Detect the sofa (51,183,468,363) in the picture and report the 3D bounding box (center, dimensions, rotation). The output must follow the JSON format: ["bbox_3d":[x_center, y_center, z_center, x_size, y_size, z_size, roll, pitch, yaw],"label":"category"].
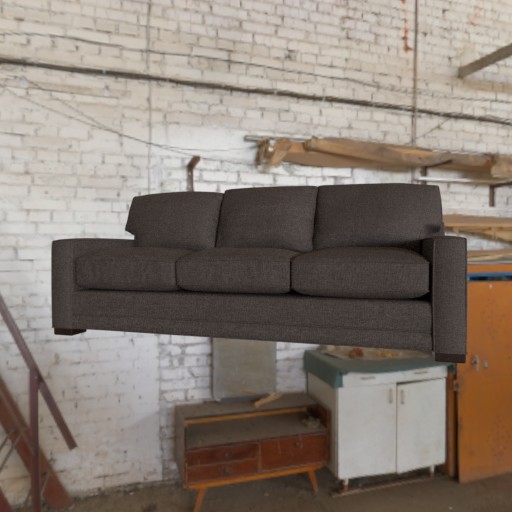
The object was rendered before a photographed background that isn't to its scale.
[{"bbox_3d":[0.000,0.000,2.867,2.369,0.978,1.004,0,1,17],"label":"sofa"}]
